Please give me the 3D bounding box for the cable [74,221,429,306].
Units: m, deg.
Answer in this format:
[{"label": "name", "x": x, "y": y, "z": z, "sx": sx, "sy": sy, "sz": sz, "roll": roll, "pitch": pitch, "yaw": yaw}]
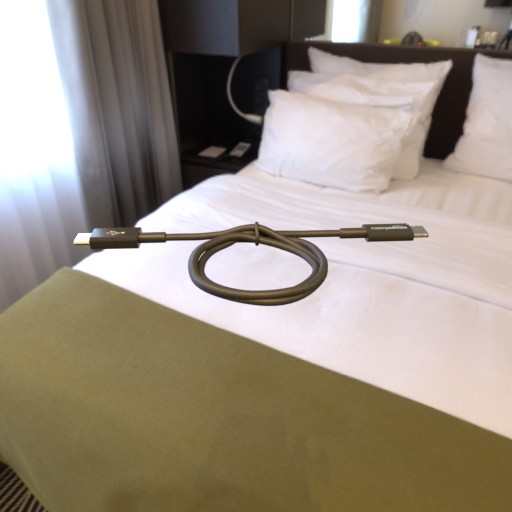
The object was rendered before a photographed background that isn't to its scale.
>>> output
[{"label": "cable", "x": 0.000, "y": 0.000, "z": 0.219, "sx": 0.192, "sy": 0.014, "sz": 0.070, "roll": -1, "pitch": 31, "yaw": -2}]
